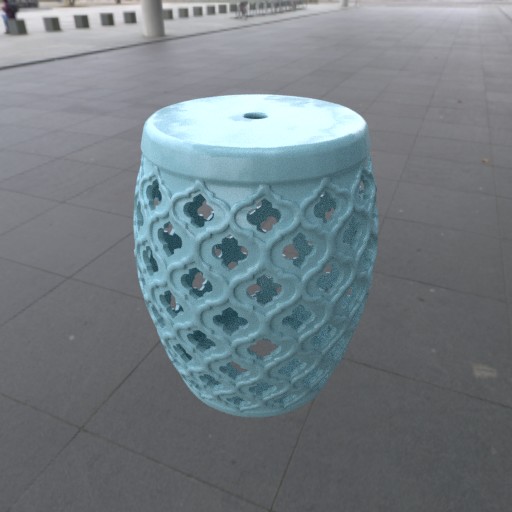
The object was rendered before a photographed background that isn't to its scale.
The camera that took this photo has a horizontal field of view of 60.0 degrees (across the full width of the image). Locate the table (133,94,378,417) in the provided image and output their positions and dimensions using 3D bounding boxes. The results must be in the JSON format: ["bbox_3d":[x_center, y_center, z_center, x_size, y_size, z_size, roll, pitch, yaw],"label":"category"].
[{"bbox_3d":[0.000,0.000,0.624,0.325,0.388,0.325,0,31,0],"label":"table"}]
